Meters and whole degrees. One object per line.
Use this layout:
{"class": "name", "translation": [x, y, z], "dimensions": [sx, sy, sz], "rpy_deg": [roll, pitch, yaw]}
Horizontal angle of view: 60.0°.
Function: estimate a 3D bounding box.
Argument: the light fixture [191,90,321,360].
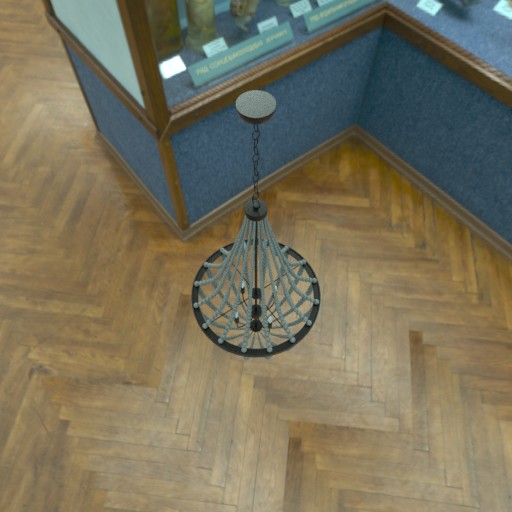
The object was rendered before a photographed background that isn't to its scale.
{"class": "light fixture", "translation": [0.000, 0.000, 1.331], "dimensions": [0.450, 1.133, 0.450], "rpy_deg": [0, 59, 0]}
